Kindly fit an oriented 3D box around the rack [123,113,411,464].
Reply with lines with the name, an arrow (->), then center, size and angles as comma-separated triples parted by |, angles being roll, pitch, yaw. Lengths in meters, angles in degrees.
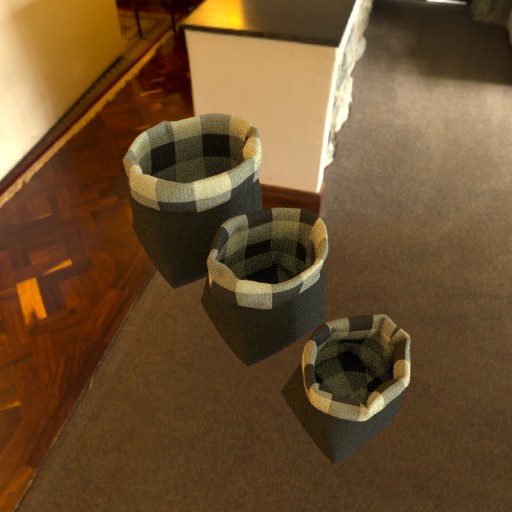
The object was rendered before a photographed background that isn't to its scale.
rack -> 0.000, 0.000, 1.062 | 0.370, 0.329, 0.889 | -26, 52, -23
